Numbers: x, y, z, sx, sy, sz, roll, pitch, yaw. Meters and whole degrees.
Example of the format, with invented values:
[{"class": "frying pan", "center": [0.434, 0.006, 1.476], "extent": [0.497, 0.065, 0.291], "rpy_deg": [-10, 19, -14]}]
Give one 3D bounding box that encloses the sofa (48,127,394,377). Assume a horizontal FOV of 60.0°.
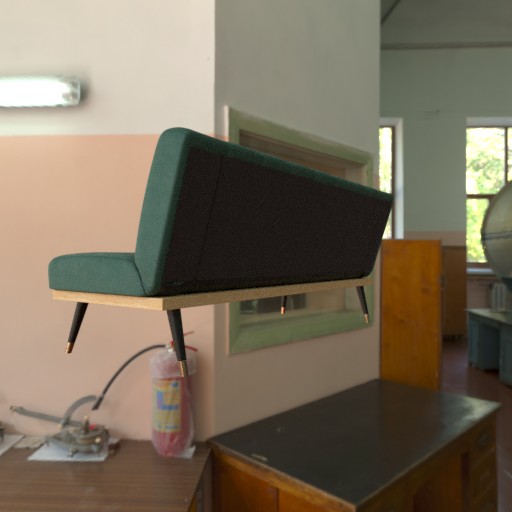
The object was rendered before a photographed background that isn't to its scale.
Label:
[{"class": "sofa", "center": [0.000, 0.000, 2.301], "extent": [0.830, 0.820, 1.810], "rpy_deg": [0, 0, 37]}]
